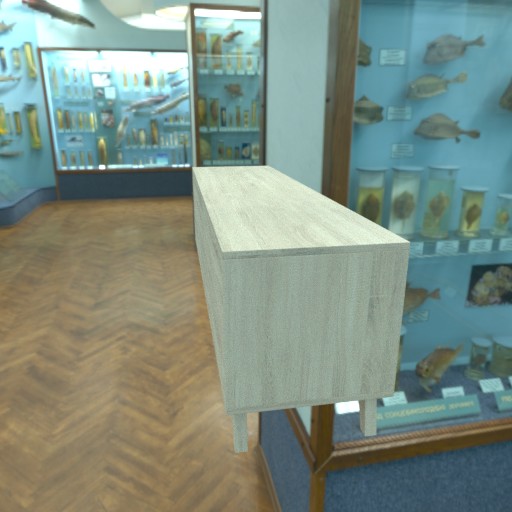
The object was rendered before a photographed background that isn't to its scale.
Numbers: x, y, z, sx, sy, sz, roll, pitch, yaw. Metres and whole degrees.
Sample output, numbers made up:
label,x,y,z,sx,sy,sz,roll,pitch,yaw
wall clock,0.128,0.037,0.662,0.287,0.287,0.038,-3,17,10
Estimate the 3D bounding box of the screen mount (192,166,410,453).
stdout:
label,x,y,z,sx,sy,sz,roll,pitch,yaw
screen mount,0.000,0.000,1.686,0.400,0.510,1.500,-3,18,-10
